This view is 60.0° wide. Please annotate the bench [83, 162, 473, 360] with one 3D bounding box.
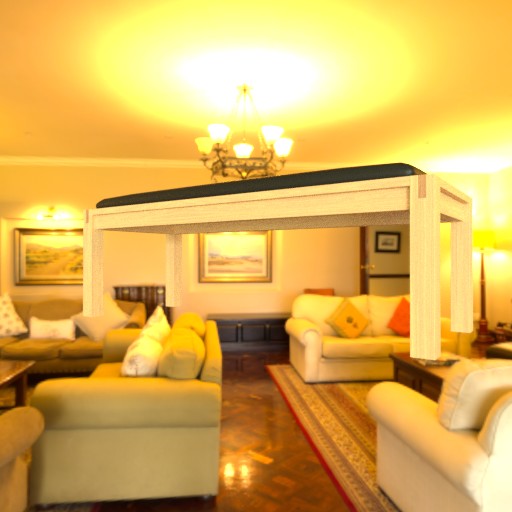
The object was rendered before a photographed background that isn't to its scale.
[{"bbox_3d":[0.000,0.000,1.430,1.202,0.430,0.450,0,0,35],"label":"bench"}]
